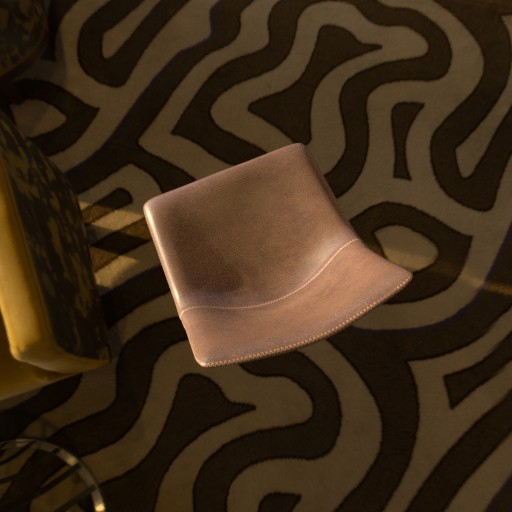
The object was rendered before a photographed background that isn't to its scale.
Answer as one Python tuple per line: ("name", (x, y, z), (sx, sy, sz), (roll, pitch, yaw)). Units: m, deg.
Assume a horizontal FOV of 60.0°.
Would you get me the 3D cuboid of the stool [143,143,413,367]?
("stool", (0.000, 0.000, 1.194), (0.460, 0.890, 0.550), (-22, 76, -6))
